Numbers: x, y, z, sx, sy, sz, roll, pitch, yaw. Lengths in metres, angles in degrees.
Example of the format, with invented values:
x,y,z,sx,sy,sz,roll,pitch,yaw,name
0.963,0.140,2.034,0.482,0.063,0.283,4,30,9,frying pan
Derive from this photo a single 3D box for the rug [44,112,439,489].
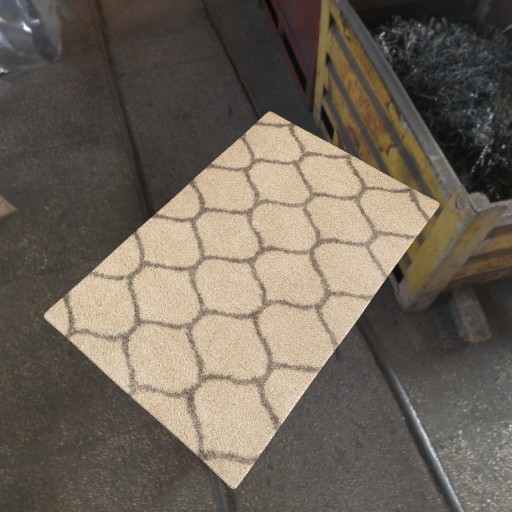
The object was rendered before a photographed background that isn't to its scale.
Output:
x,y,z,sx,sy,sz,roll,pitch,yaw,name
0.000,0.000,3.453,1.801,0.026,2.701,34,65,18,rug
